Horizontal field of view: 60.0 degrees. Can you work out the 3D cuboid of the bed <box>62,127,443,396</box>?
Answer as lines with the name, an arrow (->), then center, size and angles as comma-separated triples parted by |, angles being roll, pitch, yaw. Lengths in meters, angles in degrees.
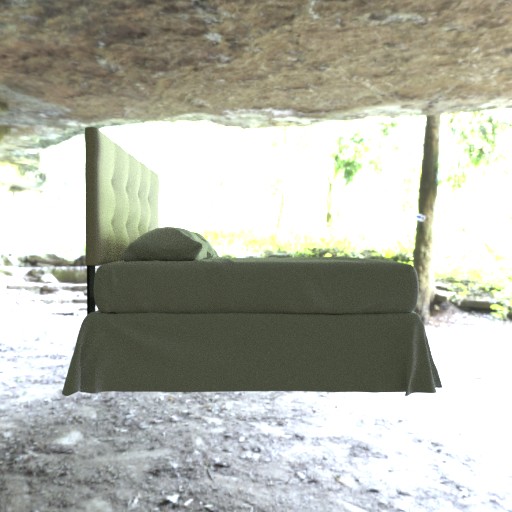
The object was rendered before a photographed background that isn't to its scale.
bed -> 0.000, 0.000, 3.461 | 2.222, 1.577, 1.936 | 0, 1, 0
